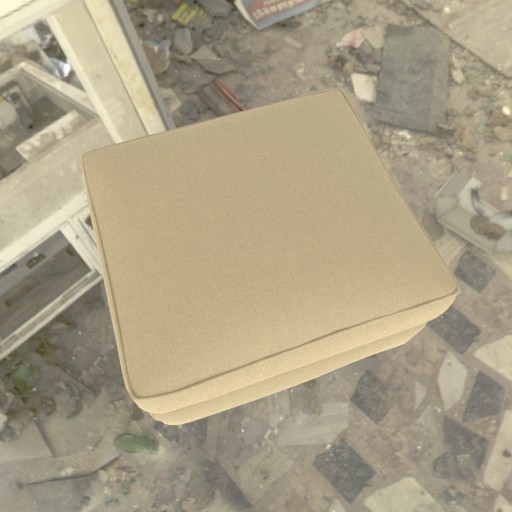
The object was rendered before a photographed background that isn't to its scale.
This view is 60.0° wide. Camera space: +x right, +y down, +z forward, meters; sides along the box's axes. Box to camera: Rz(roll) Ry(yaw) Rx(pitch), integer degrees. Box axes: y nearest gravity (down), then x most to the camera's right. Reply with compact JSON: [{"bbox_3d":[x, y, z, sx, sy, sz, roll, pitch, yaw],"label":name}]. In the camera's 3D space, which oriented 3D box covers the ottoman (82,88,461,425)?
[{"bbox_3d":[0.000,0.000,1.153,0.716,0.505,0.662,-17,65,-8],"label":"ottoman"}]
